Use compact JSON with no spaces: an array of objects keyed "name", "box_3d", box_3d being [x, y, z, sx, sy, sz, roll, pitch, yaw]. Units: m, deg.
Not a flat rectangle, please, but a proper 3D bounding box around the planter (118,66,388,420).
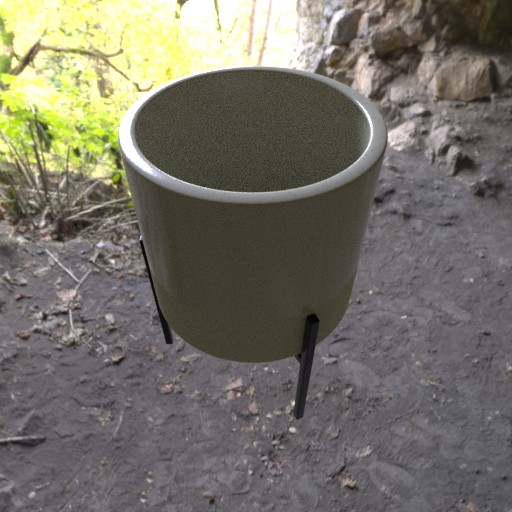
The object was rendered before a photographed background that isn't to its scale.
[{"name":"planter","box_3d":[0.000,0.000,0.338,0.152,0.230,0.159,24,50,22]}]
